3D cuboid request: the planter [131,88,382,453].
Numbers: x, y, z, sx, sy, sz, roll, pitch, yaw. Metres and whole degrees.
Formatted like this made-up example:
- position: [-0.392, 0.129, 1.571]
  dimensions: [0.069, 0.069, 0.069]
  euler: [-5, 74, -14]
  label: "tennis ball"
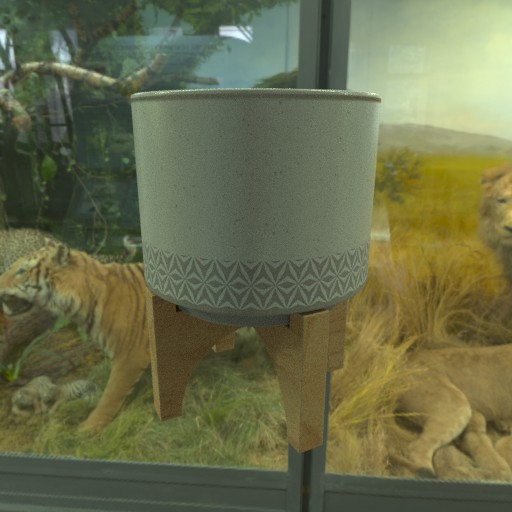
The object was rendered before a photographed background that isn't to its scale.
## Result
- position: [0.000, 0.000, 0.263]
  dimensions: [0.130, 0.178, 0.130]
  euler: [0, 17, 0]
  label: "planter"
